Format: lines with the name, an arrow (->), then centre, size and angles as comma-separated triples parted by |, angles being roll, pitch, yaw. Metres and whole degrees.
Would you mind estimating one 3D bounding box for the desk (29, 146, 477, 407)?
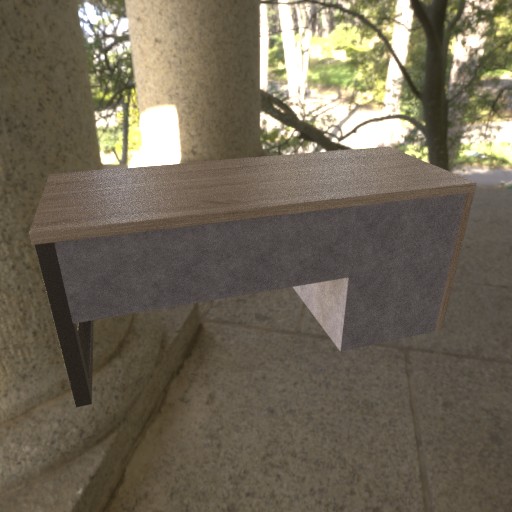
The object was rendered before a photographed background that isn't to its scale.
desk -> 0.000, 0.000, 2.077 | 1.700, 0.760, 0.690 | -8, 28, -15
